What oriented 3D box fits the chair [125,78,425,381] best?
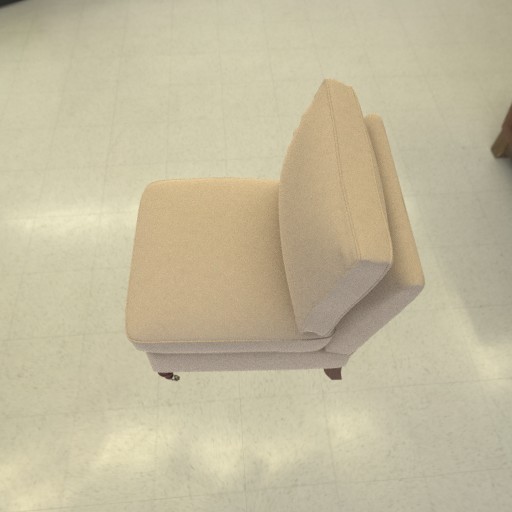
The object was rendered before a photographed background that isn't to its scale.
[{"bbox_3d":[0.000,0.000,1.683,0.912,1.052,0.724,-2,58,-1],"label":"chair"}]
